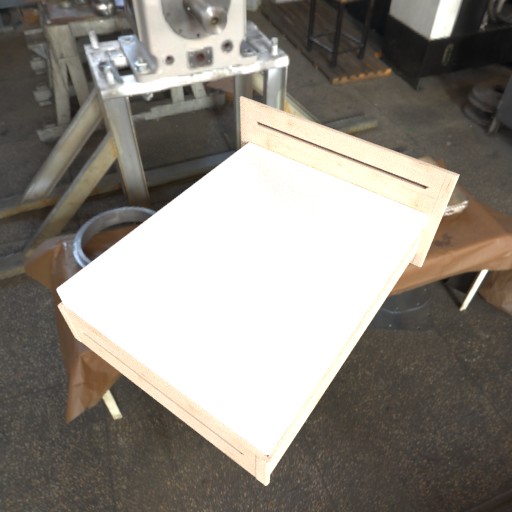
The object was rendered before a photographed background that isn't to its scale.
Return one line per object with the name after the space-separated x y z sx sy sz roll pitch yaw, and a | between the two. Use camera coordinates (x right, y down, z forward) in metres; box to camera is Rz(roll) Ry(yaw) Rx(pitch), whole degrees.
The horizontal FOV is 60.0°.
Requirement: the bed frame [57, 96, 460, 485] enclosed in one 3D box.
0.000 0.000 3.028 1.800 0.900 2.080 28 53 24 | bed frame
